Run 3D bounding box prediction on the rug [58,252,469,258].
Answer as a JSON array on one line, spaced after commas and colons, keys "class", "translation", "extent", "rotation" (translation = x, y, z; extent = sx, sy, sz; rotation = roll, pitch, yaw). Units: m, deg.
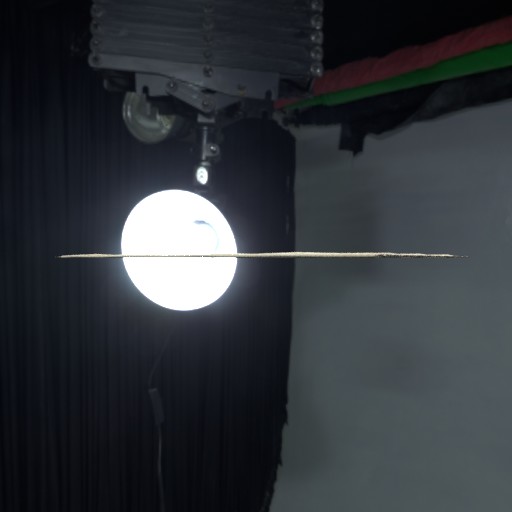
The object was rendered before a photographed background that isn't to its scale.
[{"class": "rug", "translation": [0.000, 0.000, 3.047], "extent": [2.434, 0.027, 1.529], "rotation": [0, 0, 36]}]
